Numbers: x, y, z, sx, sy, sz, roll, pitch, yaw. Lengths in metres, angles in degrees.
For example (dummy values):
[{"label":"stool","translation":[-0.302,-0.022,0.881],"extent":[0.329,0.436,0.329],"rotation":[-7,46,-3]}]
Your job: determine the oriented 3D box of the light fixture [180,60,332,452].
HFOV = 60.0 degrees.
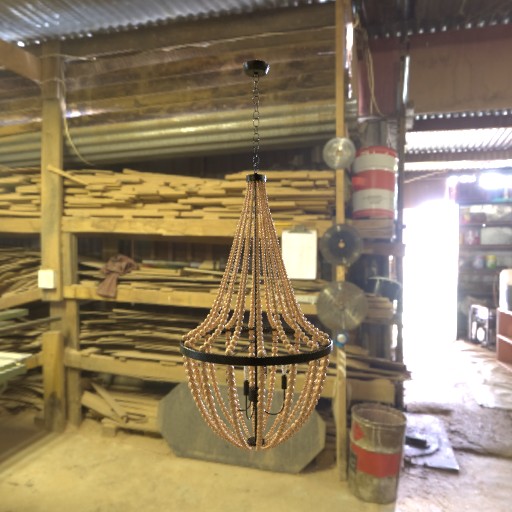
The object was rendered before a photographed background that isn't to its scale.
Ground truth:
[{"label":"light fixture","translation":[0.000,0.000,1.324],"extent":[0.450,1.133,0.450],"rotation":[0,1,0]}]
